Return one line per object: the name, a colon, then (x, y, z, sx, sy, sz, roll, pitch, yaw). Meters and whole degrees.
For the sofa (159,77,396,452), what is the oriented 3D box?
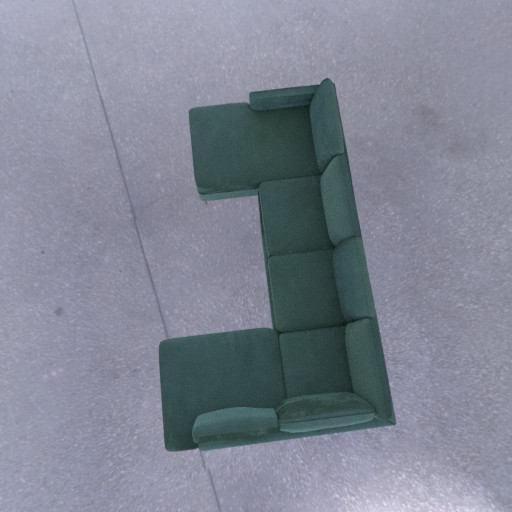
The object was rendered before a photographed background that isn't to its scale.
sofa: (0.000, 0.000, 4.413, 2.055, 0.992, 3.434, -7, 77, -2)
